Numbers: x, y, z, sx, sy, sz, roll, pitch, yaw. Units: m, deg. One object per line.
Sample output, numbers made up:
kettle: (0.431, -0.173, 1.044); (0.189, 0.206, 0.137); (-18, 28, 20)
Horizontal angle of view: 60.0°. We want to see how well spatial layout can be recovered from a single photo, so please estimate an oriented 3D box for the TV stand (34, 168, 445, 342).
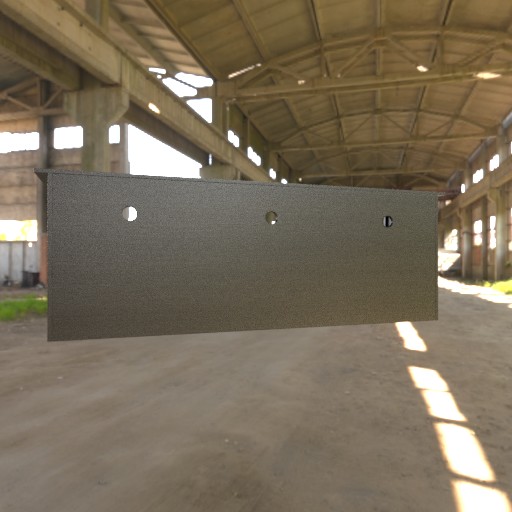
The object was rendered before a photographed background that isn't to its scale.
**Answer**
TV stand: (0.000, 0.000, 2.026); (1.778, 0.610, 0.406); (0, 0, -19)
